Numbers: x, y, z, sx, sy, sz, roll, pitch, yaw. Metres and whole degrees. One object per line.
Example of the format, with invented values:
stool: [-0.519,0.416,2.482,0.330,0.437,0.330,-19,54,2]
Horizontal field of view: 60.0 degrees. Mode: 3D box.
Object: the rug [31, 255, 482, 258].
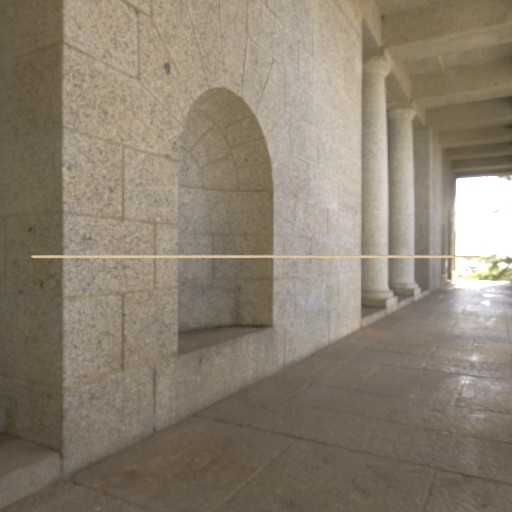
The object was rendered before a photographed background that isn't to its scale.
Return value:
rug: [0.000,0.000,4.176,3.051,0.020,2.407,0,0,0]
